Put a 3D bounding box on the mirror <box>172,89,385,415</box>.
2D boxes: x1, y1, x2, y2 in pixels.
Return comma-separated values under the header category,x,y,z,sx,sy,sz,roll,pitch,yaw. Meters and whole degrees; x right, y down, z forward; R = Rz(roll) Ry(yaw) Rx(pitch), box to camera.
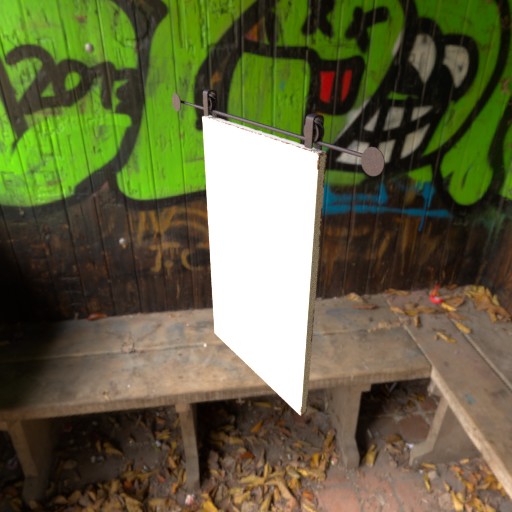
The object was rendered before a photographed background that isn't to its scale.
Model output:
category,x,y,z,sx,sy,sz,roll,pitch,yaw
mirror,0.000,0.000,1.255,0.037,0.844,0.808,-20,34,-32
